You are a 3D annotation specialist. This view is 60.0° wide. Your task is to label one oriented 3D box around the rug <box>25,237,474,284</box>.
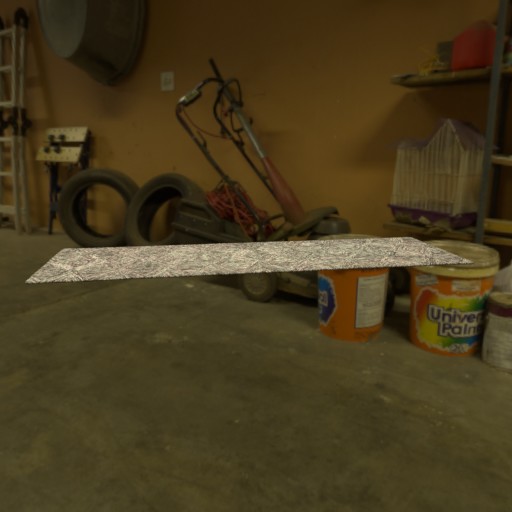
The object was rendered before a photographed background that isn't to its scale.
[{"bbox_3d":[0.000,0.000,2.577,2.305,0.013,0.719,-2,14,-9],"label":"rug"}]
